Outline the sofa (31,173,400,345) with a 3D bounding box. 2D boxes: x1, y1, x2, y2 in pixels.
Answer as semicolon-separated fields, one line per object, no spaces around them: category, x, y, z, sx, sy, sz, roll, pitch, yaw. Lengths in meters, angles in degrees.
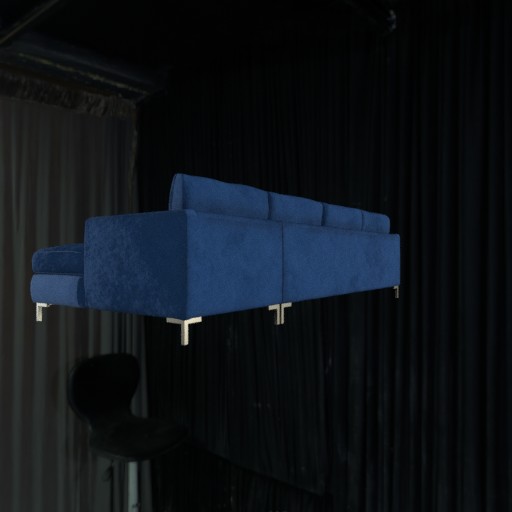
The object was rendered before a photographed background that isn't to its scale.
sofa;0.000;0.000;3.518;1.350;0.810;2.932;0;0;36
